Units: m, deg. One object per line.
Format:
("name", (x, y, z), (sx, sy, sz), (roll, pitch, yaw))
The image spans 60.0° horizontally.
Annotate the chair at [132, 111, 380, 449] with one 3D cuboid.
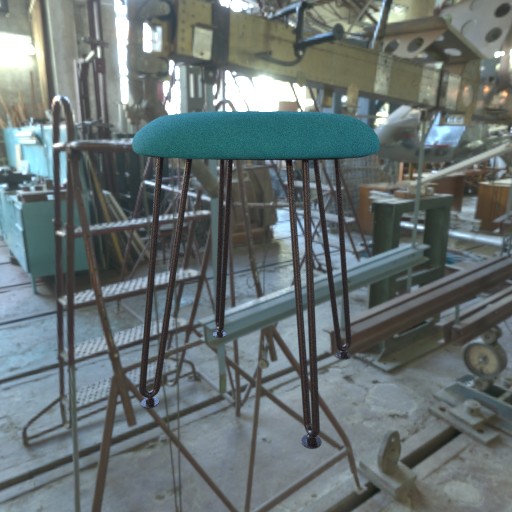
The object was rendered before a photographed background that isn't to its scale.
("chair", (0.000, 0.000, 0.695), (0.350, 0.430, 0.350), (2, 16, 8))
